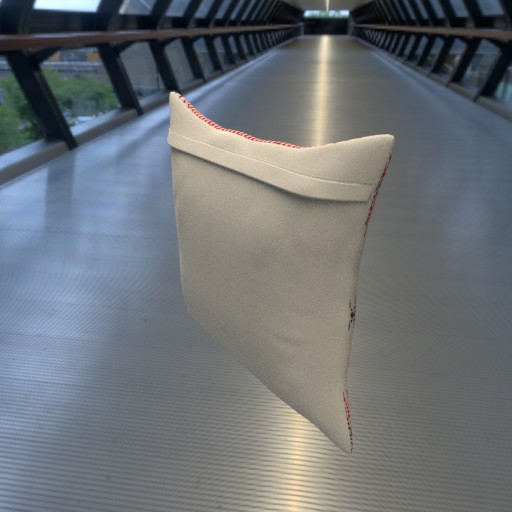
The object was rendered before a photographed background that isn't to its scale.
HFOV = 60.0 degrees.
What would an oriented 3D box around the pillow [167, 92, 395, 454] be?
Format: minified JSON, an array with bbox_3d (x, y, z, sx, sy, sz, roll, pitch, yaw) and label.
[{"bbox_3d":[0.000,0.000,0.705,0.160,0.454,0.463,-19,32,-33],"label":"pillow"}]
